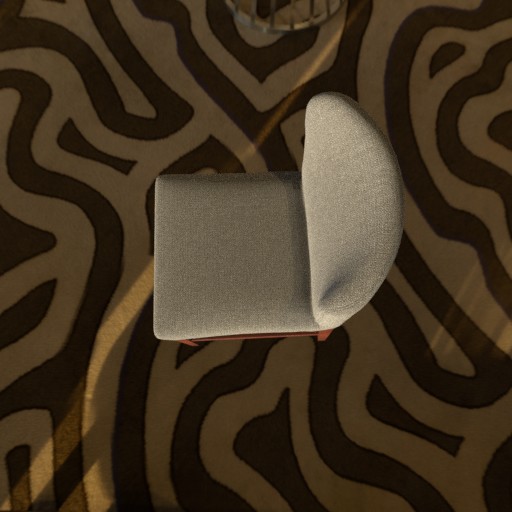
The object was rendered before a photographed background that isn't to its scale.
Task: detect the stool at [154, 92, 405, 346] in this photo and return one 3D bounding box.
[{"bbox_3d":[0.000,0.000,1.301,0.568,0.968,0.479,-3,75,-1],"label":"stool"}]
